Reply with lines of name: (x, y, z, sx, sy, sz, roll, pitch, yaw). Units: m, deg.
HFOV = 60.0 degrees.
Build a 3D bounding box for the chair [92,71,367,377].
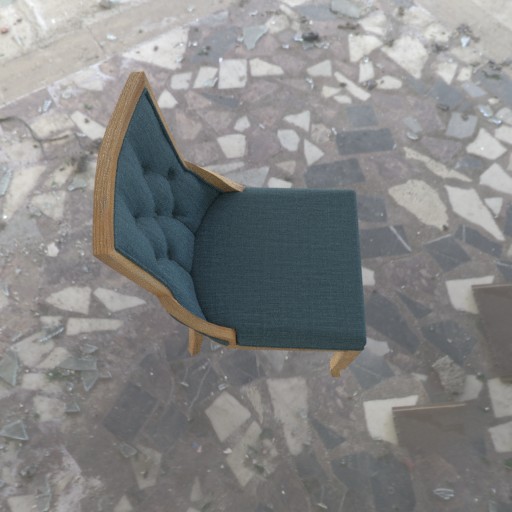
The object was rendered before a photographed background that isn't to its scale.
chair: (0.000, 0.000, 1.321, 0.641, 0.947, 0.524, 2, 65, 1)
